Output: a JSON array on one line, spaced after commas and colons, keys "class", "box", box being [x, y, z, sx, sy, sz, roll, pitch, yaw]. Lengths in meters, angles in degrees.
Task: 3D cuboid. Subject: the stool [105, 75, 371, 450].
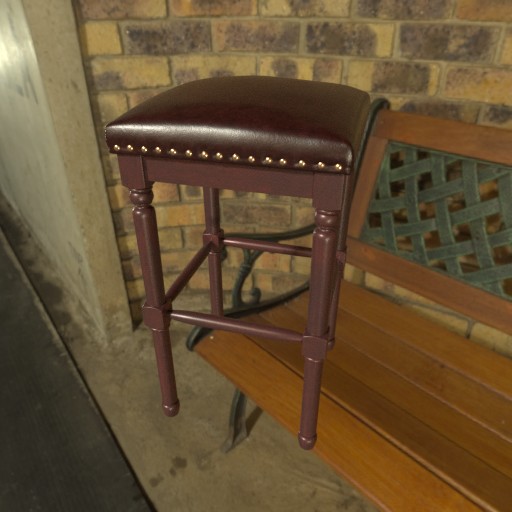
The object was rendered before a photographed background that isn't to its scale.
[{"class": "stool", "box": [0.000, 0.000, 0.938, 0.382, 0.702, 0.383, 8, 31, 14]}]
